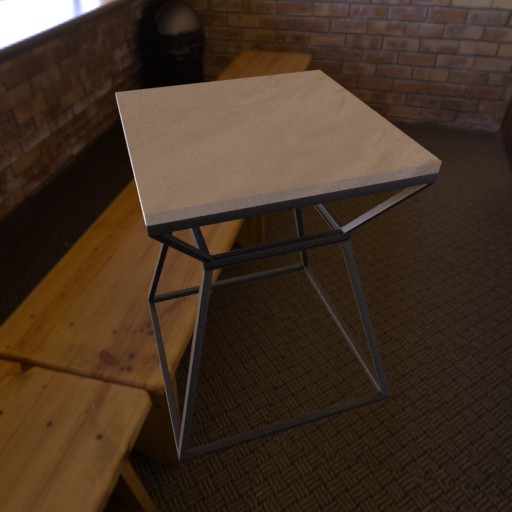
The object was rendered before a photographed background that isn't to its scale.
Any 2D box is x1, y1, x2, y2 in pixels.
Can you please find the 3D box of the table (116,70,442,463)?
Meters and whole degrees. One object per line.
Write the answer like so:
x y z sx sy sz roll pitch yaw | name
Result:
0.000 0.000 0.886 0.455 0.559 0.455 -12 42 -14 | table
